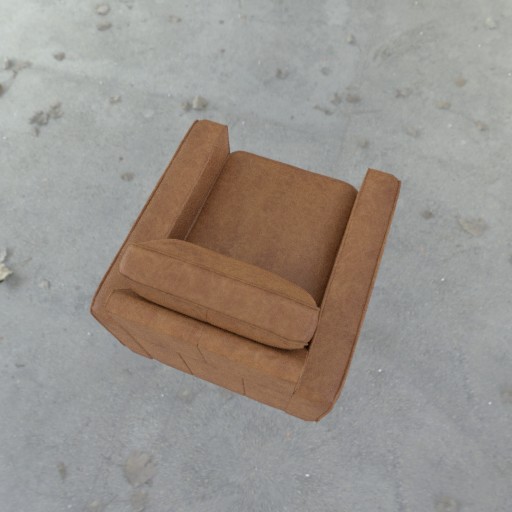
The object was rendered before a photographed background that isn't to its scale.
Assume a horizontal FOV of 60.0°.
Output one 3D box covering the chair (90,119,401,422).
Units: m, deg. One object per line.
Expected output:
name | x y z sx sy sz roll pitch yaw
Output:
chair | 0.000 0.000 1.839 0.987 0.901 1.027 16 65 8
